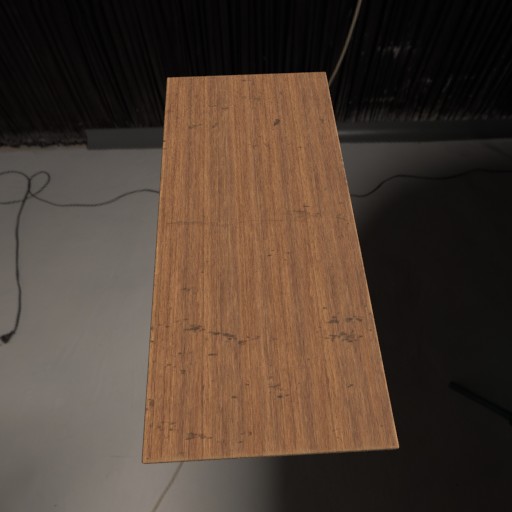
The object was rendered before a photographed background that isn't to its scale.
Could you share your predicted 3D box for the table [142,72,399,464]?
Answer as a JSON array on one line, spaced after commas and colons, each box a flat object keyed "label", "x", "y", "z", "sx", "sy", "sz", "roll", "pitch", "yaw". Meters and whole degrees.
[{"label": "table", "x": 0.000, "y": 0.000, "z": 2.581, "sx": 1.000, "sy": 0.757, "sz": 2.200, "roll": -3, "pitch": 61, "yaw": -2}]
